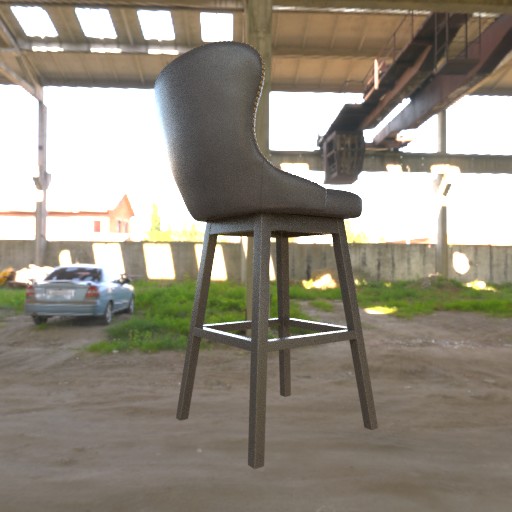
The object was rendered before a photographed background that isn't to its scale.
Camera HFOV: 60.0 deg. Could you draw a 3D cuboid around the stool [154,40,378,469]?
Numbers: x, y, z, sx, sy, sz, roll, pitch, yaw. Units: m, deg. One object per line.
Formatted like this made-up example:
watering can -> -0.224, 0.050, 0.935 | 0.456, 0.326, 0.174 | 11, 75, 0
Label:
stool -> 0.000, 0.000, 1.363 | 0.601, 1.050, 0.528 | 1, -1, -36
